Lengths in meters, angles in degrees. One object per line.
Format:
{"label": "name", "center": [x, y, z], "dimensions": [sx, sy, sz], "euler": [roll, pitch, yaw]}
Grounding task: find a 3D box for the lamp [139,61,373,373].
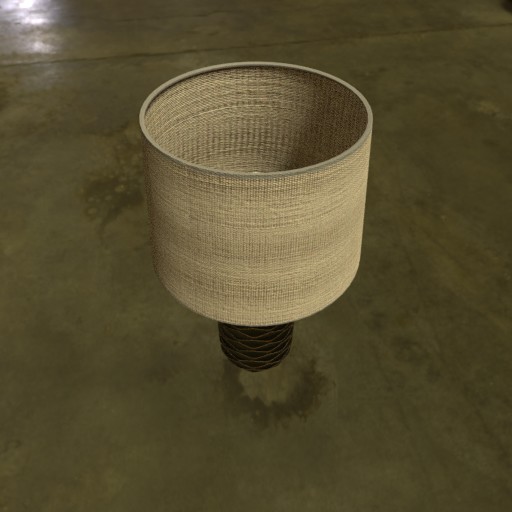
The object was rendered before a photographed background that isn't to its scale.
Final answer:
{"label": "lamp", "center": [0.000, 0.000, 0.836], "dimensions": [0.376, 0.594, 0.376], "euler": [0, 45, 0]}
